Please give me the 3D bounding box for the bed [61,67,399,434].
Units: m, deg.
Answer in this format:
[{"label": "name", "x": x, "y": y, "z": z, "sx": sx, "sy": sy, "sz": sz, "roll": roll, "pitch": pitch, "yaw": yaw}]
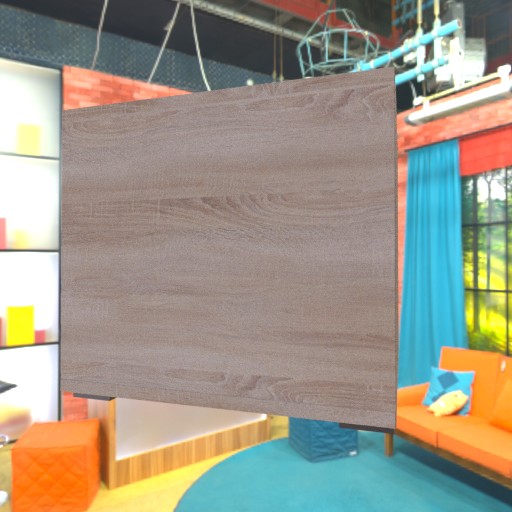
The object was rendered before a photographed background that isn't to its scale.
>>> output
[{"label": "bed", "x": 0.000, "y": 0.000, "z": 0.757, "sx": 0.460, "sy": 0.420, "sz": 0.401, "roll": 0, "pitch": -1, "yaw": 18}]
